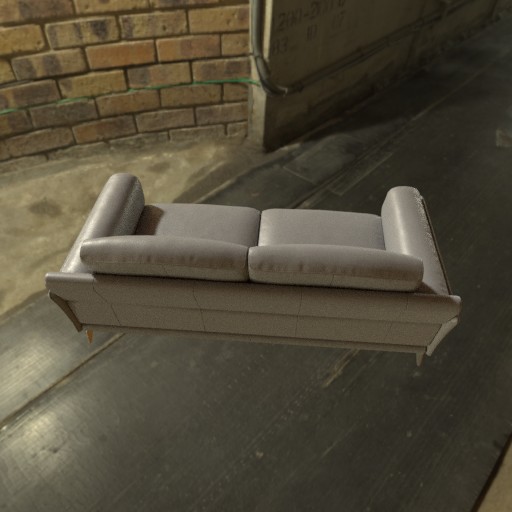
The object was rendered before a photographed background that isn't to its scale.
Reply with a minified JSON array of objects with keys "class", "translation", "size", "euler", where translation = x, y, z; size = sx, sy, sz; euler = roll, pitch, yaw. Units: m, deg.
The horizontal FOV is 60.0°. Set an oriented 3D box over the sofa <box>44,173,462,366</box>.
[{"class":"sofa","translation":[0.000,0.000,2.651],"size":[2.101,0.930,1.049],"euler":[3,46,3]}]
